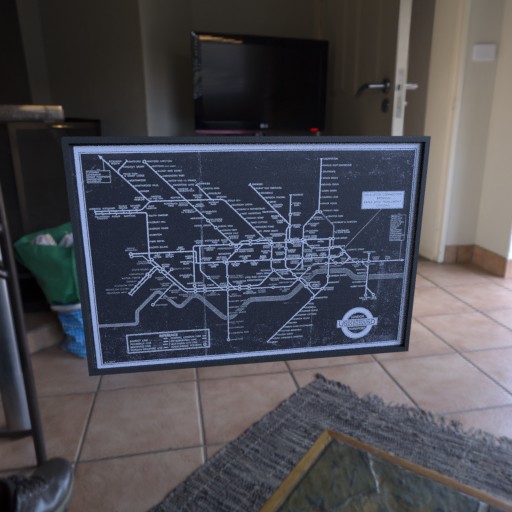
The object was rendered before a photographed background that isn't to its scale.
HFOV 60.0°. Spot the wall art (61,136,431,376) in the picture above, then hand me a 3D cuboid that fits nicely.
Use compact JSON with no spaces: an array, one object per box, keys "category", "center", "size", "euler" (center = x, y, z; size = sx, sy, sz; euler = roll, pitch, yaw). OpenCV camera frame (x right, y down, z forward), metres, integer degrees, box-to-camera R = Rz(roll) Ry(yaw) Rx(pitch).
[{"category":"wall art","center":[0.000,0.000,0.578],"size":[0.443,0.301,0.021],"euler":[-2,16,-8]}]
